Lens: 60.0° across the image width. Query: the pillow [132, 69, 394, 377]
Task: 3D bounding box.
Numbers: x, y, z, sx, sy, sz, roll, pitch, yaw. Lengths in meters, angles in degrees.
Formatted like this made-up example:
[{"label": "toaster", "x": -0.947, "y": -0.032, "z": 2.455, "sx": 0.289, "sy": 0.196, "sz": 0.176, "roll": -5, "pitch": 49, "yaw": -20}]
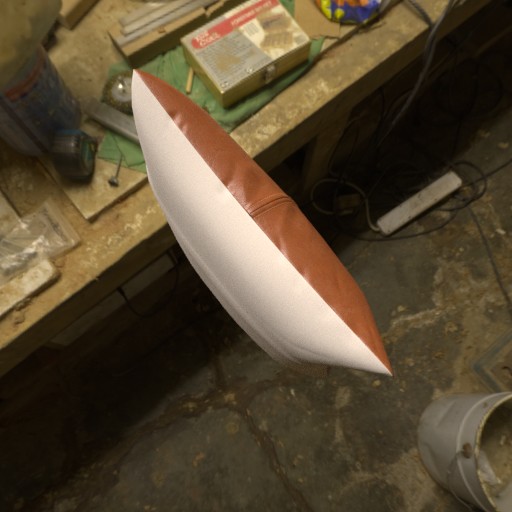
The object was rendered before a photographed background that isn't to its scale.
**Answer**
[{"label": "pillow", "x": 0.000, "y": 0.000, "z": 0.760, "sx": 0.192, "sy": 0.477, "sz": 0.501, "roll": -37, "pitch": 78, "yaw": -9}]
